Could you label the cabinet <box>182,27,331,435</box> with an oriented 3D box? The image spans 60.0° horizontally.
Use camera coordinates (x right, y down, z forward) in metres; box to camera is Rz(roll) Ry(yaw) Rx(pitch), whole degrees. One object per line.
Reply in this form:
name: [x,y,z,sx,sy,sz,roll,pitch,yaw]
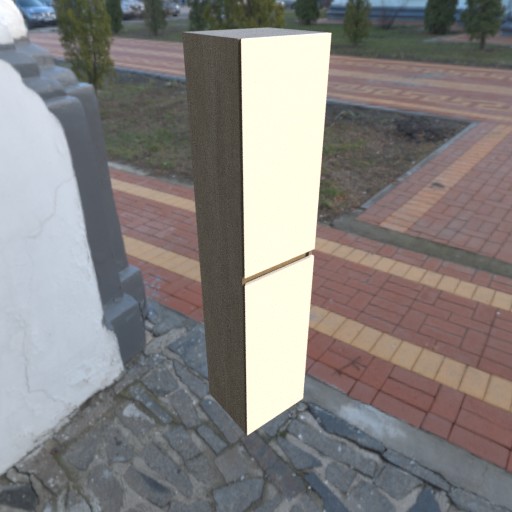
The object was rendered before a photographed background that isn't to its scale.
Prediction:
cabinet: [0.000,0.000,1.551,0.300,1.400,0.270,-22,37,-32]
